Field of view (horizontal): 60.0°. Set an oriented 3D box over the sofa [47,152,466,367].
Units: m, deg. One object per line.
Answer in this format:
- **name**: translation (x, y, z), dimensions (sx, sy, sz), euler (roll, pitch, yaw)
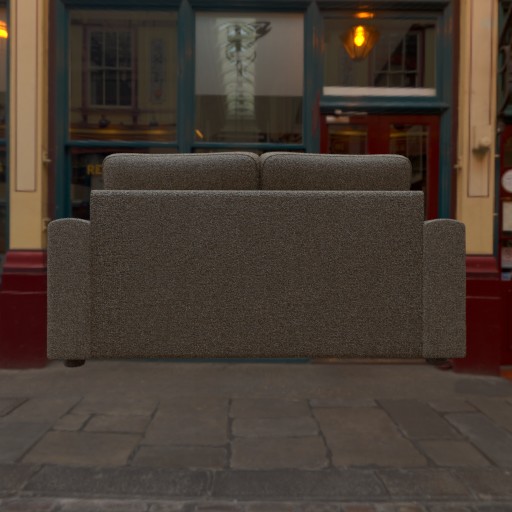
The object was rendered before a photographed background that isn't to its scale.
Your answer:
- **sofa**: translation (0.000, 0.000, 2.201), dimensions (1.616, 0.873, 1.016), euler (0, 0, -1)
